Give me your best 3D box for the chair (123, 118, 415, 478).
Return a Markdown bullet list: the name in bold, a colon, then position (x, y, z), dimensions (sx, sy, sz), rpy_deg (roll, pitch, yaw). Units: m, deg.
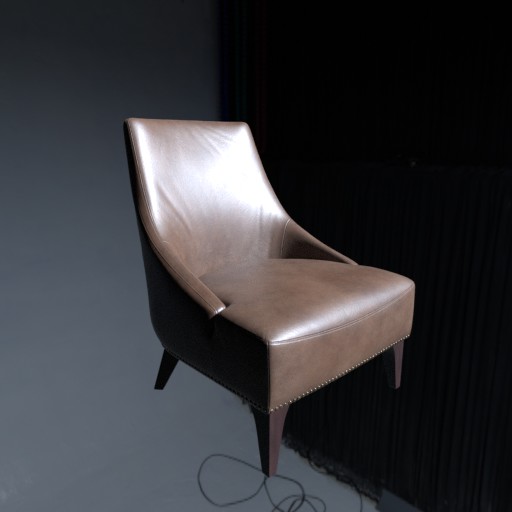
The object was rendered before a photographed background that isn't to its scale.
- **chair**: position (0.000, 0.000, 1.507), dimensions (0.701, 0.909, 0.861), rpy_deg (-13, 19, -41)
